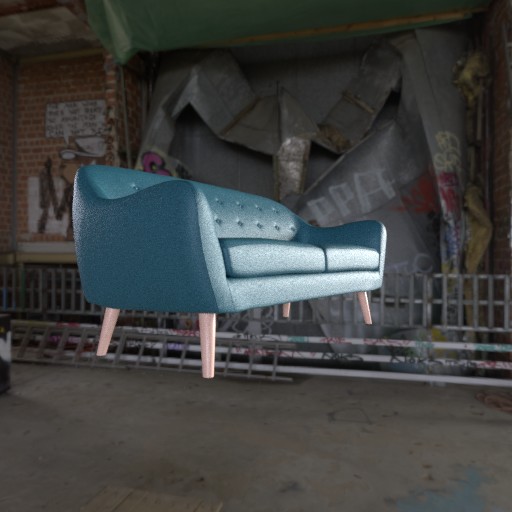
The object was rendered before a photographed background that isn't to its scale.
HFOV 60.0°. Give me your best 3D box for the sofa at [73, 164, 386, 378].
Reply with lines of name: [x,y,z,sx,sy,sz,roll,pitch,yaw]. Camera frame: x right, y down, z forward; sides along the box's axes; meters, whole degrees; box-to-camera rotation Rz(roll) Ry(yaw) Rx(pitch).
sofa: [0.000,0.000,2.321,0.820,0.836,1.840,0,-1,35]
